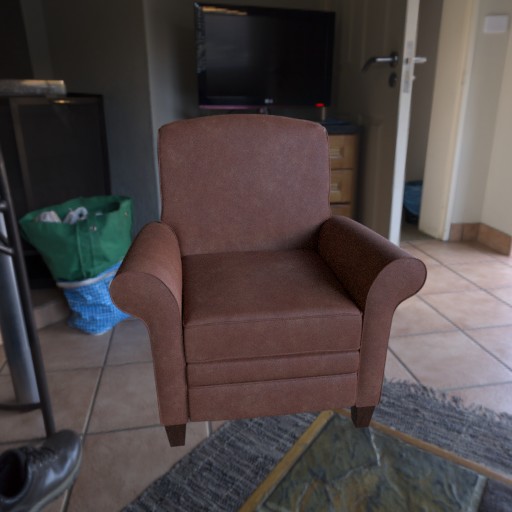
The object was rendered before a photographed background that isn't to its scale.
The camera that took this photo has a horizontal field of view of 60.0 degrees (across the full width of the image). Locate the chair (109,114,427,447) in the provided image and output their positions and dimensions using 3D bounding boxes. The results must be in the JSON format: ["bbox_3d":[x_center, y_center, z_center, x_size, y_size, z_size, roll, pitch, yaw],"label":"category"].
[{"bbox_3d":[0.000,0.000,1.766,0.978,1.061,0.902,-3,19,-8],"label":"chair"}]
